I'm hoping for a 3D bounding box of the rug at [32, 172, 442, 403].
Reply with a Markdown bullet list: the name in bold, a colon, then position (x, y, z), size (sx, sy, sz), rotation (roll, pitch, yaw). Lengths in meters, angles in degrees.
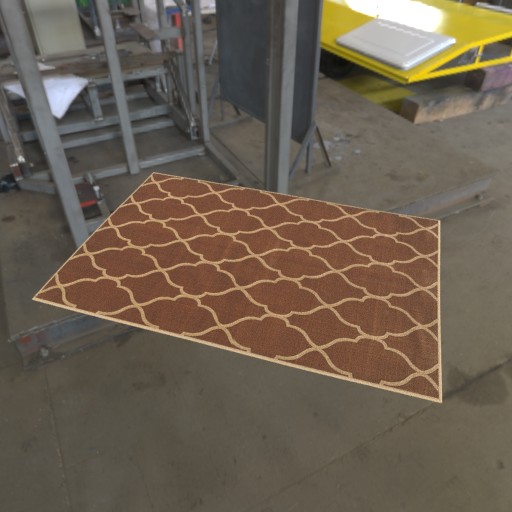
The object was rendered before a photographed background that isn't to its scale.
- **rug**: position (0.000, 0.000, 2.880), size (2.290, 0.014, 1.526), rotation (11, 42, 13)
